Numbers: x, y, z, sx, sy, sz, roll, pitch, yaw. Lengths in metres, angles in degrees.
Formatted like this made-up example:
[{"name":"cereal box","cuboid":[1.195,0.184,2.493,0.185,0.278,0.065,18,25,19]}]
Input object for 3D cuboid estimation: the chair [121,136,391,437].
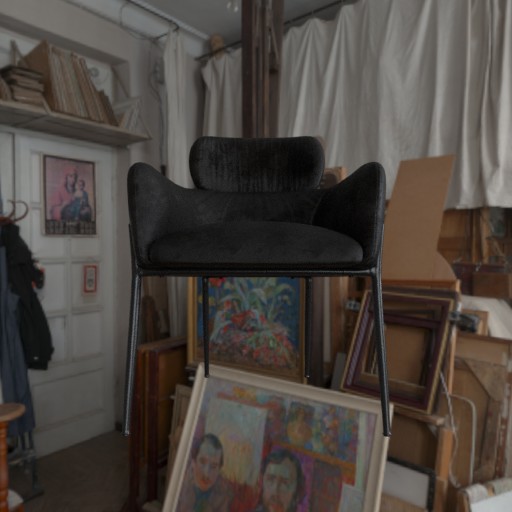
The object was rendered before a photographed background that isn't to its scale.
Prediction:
[{"name":"chair","cuboid":[0.000,0.000,1.287,0.640,0.818,0.604,0,1,0]}]
